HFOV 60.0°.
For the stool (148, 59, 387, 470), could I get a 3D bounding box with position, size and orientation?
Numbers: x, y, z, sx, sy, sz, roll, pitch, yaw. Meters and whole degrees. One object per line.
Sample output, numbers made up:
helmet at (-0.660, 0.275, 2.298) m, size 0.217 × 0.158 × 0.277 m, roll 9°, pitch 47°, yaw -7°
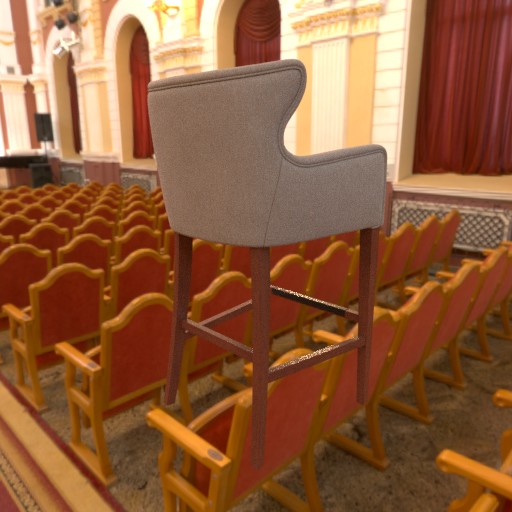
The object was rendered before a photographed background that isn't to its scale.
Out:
stool at (0.000, 0.000, 1.389) m, size 0.575 × 1.047 × 0.575 m, roll -14°, pitch 20°, yaw -43°
